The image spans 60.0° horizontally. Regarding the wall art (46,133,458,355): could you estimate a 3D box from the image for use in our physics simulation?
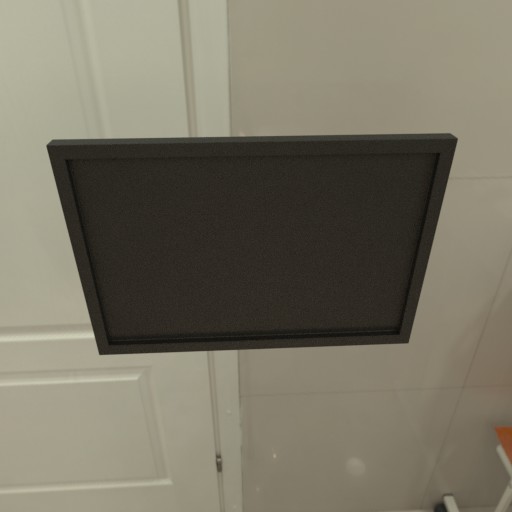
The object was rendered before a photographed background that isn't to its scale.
[{"bbox_3d":[0.000,0.000,0.564,0.443,0.301,0.021,-2,32,-3],"label":"wall art"}]
